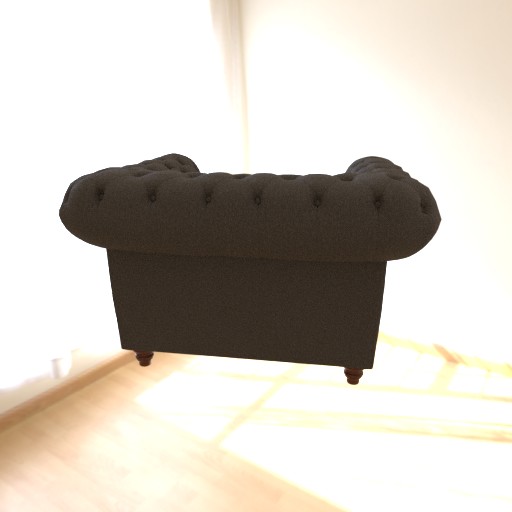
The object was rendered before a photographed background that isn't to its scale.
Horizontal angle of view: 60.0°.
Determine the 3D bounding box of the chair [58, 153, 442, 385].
[{"bbox_3d":[0.000,0.000,1.848,1.270,0.770,0.976,3,17,9],"label":"chair"}]
